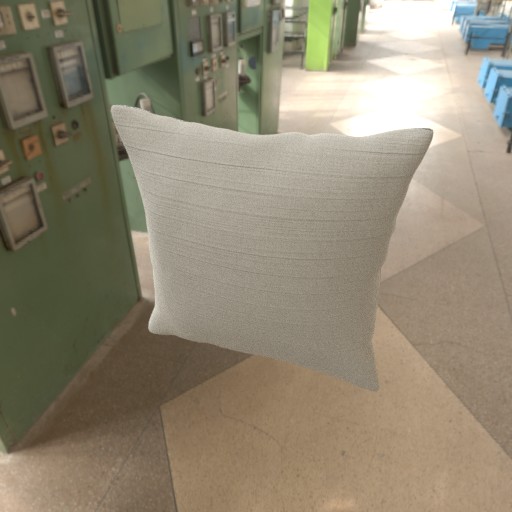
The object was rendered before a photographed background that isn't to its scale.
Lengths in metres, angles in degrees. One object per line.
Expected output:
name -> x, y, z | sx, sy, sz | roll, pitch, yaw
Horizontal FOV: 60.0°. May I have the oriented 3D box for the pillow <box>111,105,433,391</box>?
pillow -> 0.000, 0.000, 0.738 | 0.470, 0.464, 0.175 | 10, 34, 15
